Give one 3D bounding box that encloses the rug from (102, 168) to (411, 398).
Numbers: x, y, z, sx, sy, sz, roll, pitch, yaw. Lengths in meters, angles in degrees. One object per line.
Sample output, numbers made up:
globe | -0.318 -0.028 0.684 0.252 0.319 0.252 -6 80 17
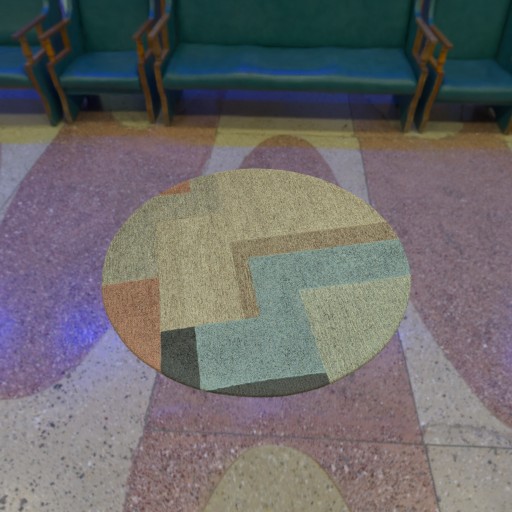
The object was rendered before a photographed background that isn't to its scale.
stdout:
rug | 0.000 0.000 3.620 2.461 0.033 2.461 0 46 0
